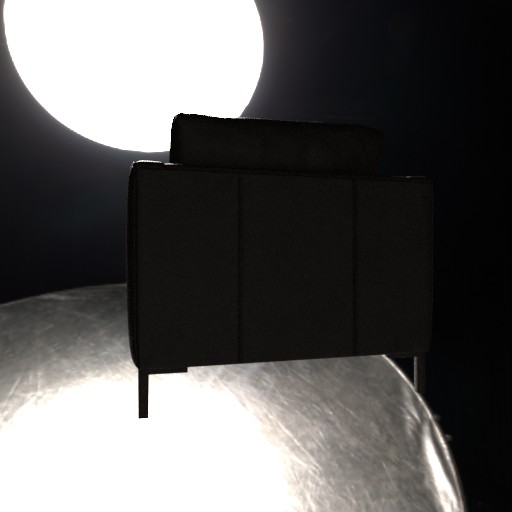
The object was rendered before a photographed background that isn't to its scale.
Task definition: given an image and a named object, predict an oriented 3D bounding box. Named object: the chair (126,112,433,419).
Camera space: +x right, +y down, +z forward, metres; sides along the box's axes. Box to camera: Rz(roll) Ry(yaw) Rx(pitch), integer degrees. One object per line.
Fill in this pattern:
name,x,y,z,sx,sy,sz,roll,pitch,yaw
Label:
chair,0.000,0.000,1.552,0.967,0.824,0.861,0,0,-15
